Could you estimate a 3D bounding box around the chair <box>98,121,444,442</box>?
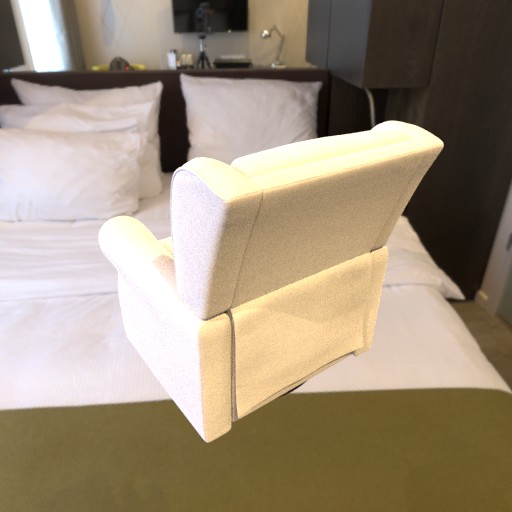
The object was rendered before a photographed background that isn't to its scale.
[{"bbox_3d":[0.000,0.000,1.622,0.906,0.967,0.854,-19,34,-31],"label":"chair"}]
